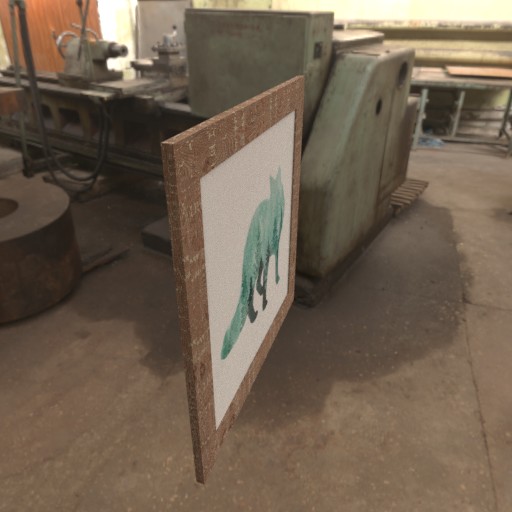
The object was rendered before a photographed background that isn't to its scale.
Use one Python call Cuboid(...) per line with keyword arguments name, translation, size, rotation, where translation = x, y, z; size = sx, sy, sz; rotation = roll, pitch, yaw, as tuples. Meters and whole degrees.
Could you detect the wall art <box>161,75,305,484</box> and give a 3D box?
Cuboid(name="wall art", translation=(0.000, 0.000, 0.564), size=(0.012, 0.384, 0.384), rotation=(10, 31, 17))
